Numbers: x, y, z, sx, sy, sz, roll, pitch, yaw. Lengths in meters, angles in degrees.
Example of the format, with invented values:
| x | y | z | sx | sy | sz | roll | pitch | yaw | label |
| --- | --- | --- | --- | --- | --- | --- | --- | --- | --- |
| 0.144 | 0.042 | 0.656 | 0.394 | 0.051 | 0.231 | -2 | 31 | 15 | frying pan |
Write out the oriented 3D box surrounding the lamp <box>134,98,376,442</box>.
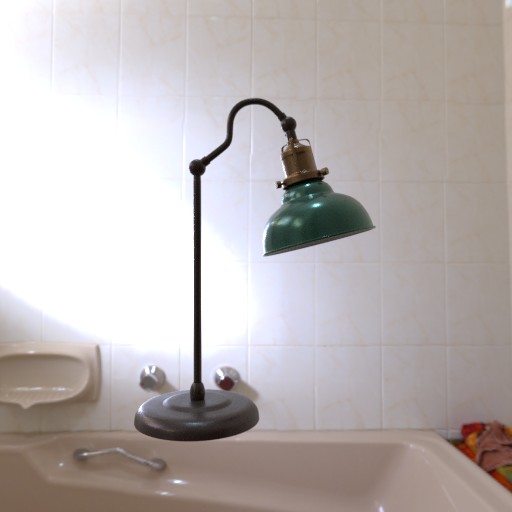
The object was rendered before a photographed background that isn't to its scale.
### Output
| x | y | z | sx | sy | sz | roll | pitch | yaw | label |
| --- | --- | --- | --- | --- | --- | --- | --- | --- | --- |
| 0.000 | 0.000 | 0.702 | 0.374 | 0.508 | 0.192 | 0 | -2 | 0 | lamp |
